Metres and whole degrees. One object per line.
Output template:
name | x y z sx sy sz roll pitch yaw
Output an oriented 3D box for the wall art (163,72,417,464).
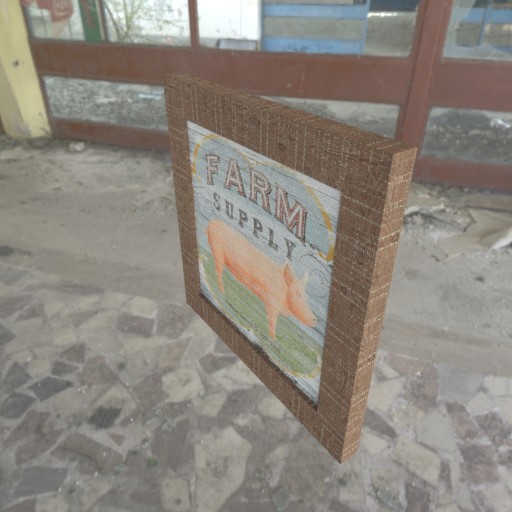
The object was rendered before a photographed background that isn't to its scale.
wall art | 0.000 0.000 0.784 0.040 0.531 0.531 -21 38 -30
